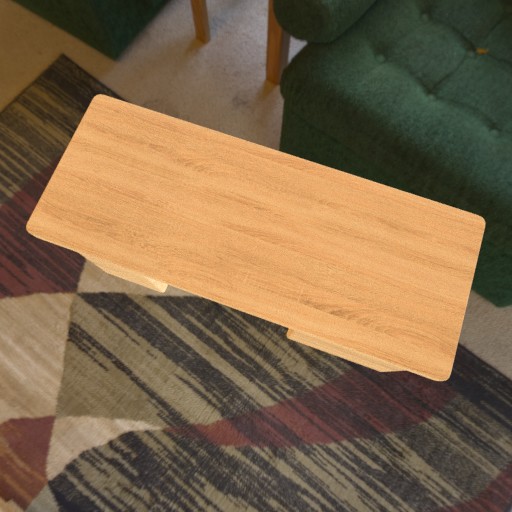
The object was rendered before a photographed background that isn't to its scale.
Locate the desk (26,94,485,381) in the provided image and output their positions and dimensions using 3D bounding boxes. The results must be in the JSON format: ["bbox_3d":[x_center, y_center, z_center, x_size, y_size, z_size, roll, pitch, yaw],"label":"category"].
[{"bbox_3d":[0.000,0.000,1.801,1.400,0.760,0.550,19,75,5],"label":"desk"}]
